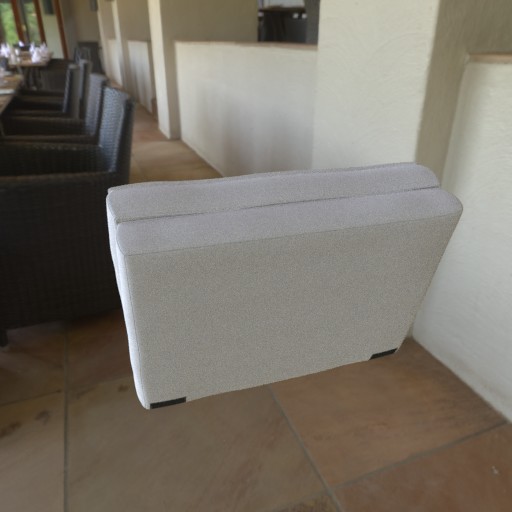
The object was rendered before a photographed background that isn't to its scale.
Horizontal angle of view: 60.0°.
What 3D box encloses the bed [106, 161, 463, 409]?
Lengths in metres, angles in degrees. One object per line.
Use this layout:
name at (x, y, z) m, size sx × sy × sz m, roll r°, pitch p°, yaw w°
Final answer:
bed at (0.000, 0.000, 1.328) m, size 0.799 × 0.614 × 0.749 m, roll -8°, pitch 27°, yaw -16°
